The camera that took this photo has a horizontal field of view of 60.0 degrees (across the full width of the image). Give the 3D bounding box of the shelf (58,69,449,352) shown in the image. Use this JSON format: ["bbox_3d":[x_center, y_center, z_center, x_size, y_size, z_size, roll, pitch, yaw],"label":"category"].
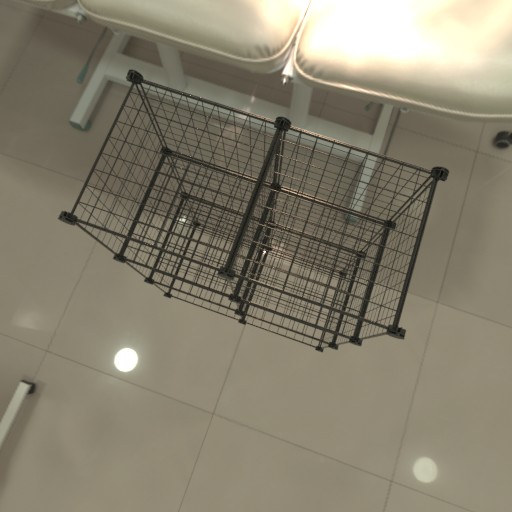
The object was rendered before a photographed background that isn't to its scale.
[{"bbox_3d":[0.000,0.000,1.399,0.711,1.067,0.356,19,77,4],"label":"shelf"}]
